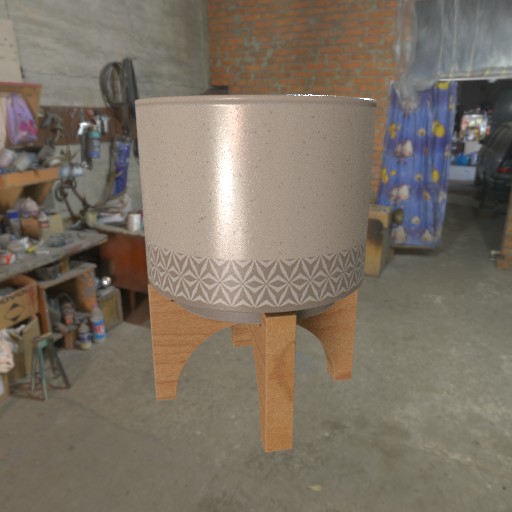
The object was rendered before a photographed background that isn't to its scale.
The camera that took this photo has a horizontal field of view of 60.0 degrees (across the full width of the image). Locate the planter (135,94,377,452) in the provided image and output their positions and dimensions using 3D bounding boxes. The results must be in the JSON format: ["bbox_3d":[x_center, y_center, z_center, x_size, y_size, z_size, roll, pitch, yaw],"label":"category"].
[{"bbox_3d":[0.000,0.000,0.270,0.130,0.178,0.130,0,17,0],"label":"planter"}]
